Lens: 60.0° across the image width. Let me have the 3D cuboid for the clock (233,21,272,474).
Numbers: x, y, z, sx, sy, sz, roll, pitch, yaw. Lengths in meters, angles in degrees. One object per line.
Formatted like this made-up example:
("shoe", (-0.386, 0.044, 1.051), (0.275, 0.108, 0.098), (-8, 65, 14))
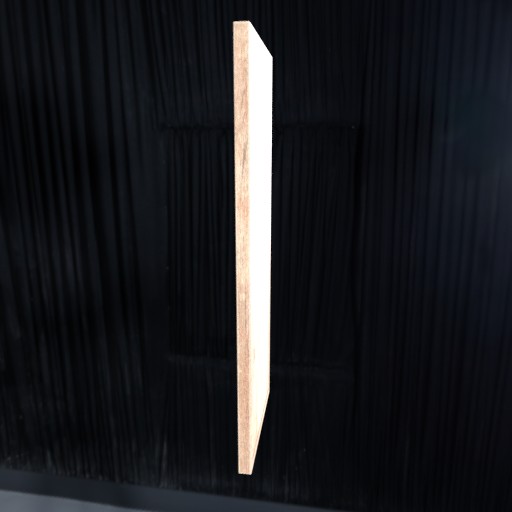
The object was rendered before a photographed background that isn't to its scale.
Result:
("clock", (0.000, 0.000, 1.090), (0.030, 0.965, 0.361), (2, 15, 8))
